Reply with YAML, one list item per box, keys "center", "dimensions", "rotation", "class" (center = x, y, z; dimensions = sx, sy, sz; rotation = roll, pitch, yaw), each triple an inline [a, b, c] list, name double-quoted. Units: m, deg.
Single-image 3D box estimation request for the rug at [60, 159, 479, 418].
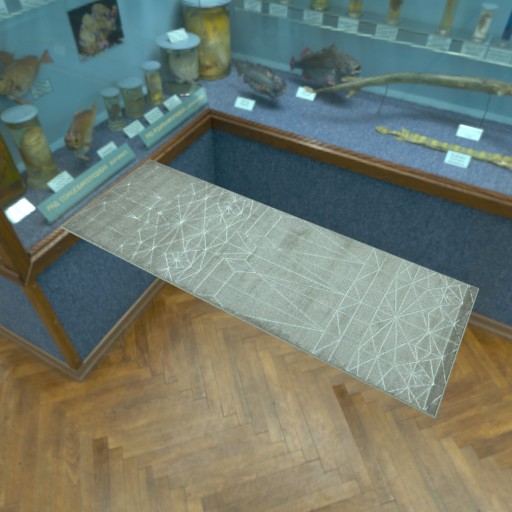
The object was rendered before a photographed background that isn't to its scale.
- center: [0.000, 0.000, 2.646]
  dimensions: [2.388, 0.012, 0.864]
  rotation: [24, 51, 21]
  class: "rug"
